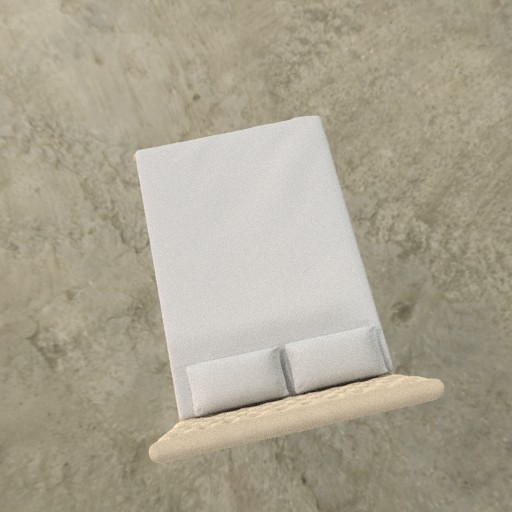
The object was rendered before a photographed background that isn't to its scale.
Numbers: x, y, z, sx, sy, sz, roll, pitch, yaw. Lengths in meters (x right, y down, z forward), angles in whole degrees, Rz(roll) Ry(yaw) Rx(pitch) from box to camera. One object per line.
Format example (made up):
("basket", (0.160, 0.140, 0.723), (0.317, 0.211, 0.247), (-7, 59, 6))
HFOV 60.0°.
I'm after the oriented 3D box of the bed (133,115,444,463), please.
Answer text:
("bed", (0.000, 0.000, 3.388), (1.698, 1.427, 2.387), (-12, 77, -3))
